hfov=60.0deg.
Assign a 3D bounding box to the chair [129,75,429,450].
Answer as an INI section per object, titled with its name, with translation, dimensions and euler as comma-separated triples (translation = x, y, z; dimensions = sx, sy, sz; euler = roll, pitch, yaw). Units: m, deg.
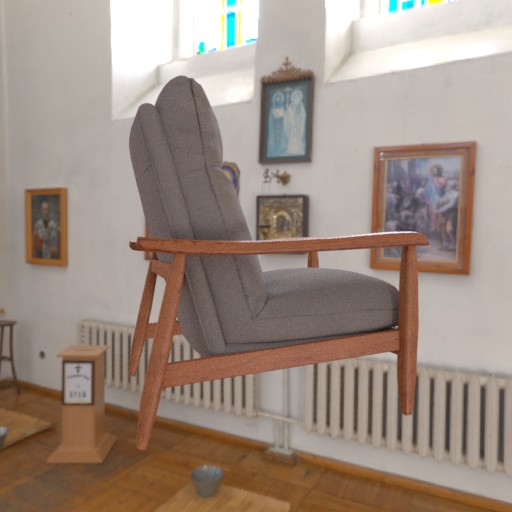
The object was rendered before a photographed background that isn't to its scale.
[chair]
translation = 0.000, 0.000, 1.489
dimensions = 0.816, 0.922, 0.782
euler = 0, 1, -18
